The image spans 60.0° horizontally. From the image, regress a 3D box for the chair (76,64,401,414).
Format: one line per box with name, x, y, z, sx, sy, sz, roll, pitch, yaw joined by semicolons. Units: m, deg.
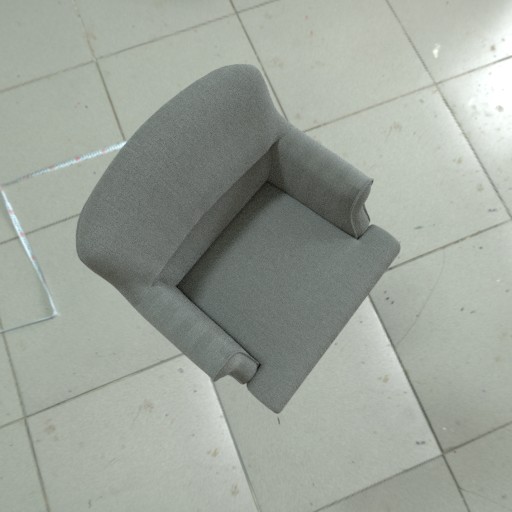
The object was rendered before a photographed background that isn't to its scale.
chair;0.000;0.000;1.481;0.755;0.880;0.772;38;79;9
